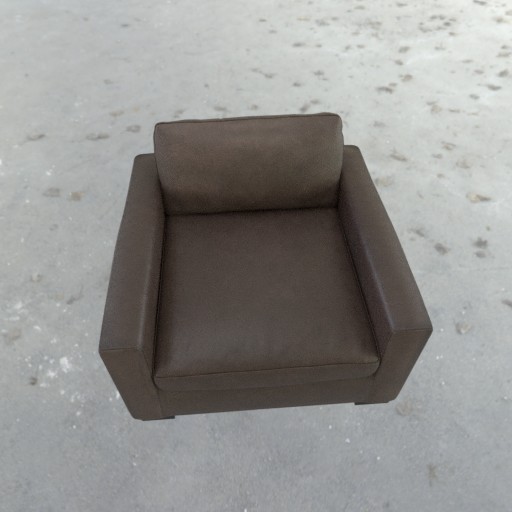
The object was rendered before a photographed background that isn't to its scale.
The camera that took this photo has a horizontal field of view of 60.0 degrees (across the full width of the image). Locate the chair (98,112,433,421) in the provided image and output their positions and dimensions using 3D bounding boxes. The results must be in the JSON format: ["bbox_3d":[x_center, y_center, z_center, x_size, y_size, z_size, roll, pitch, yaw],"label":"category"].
[{"bbox_3d":[0.000,0.000,1.834,1.100,0.812,1.069,-3,47,-3],"label":"chair"}]
